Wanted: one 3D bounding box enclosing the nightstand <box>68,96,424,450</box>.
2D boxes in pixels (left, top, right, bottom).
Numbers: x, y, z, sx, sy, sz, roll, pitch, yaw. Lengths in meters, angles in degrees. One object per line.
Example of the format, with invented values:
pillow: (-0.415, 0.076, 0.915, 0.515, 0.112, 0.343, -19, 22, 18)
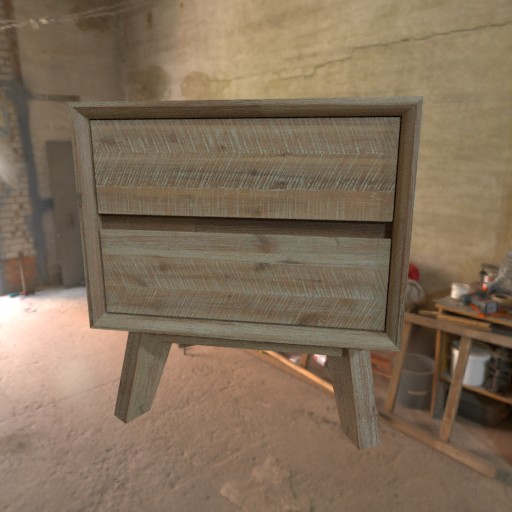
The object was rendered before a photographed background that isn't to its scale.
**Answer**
nightstand: (0.000, 0.000, 0.935, 0.552, 0.589, 0.396, 2, 14, 10)
